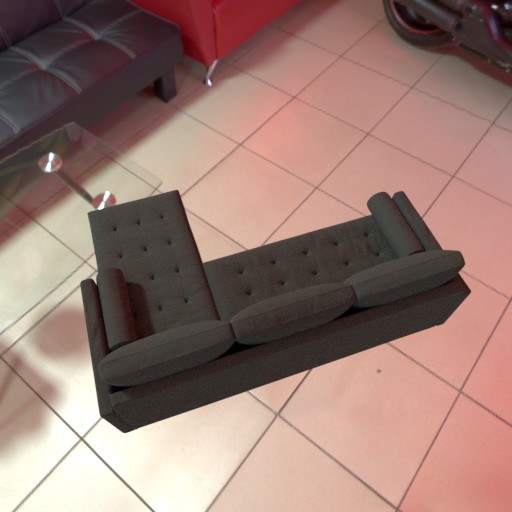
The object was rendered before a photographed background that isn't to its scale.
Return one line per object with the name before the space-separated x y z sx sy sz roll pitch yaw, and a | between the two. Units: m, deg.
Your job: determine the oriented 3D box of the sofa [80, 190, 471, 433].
sofa | 0.000 0.000 2.921 2.178 0.876 1.506 -16 59 -10
